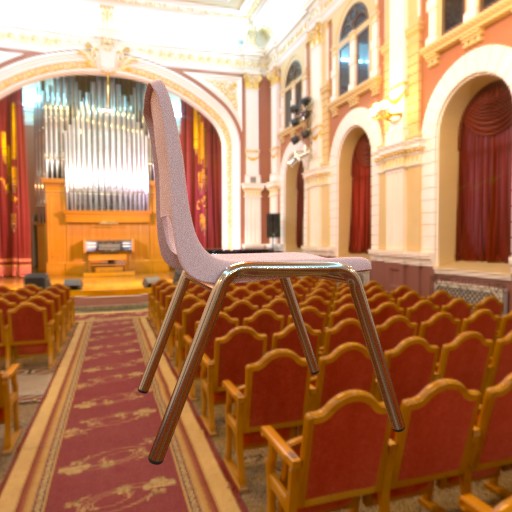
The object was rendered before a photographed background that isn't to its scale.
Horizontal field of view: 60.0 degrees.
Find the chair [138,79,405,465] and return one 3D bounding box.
[{"bbox_3d":[0.000,0.000,0.838,0.423,0.586,0.354,-1,2,-18],"label":"chair"}]
